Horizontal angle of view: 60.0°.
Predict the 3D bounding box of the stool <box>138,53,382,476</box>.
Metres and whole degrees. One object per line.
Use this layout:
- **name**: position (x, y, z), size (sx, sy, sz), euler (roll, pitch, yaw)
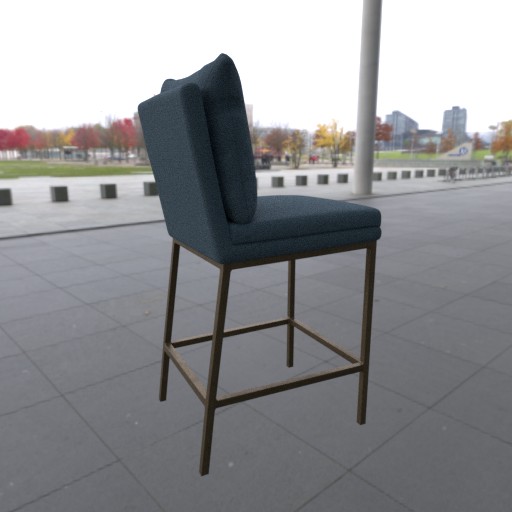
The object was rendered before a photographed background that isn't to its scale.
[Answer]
- **stool**: position (0.000, 0.000, 1.333), size (0.568, 1.032, 0.463), euler (-7, 14, -26)
